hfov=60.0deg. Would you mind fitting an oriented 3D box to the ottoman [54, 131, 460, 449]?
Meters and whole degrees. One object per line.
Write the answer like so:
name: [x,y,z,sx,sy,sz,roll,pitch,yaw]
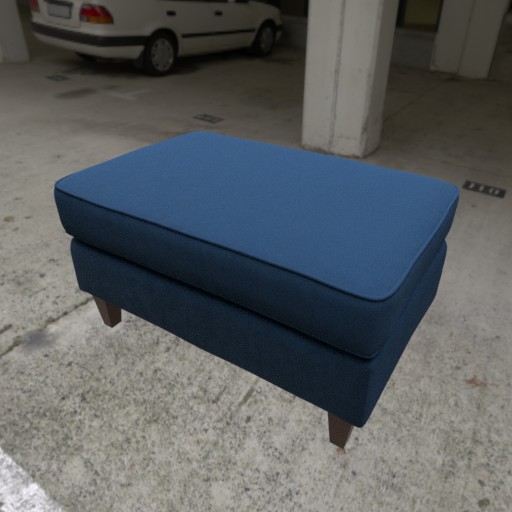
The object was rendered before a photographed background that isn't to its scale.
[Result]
ottoman: [0.000,0.000,1.186,0.862,0.484,0.583,19,36,28]
